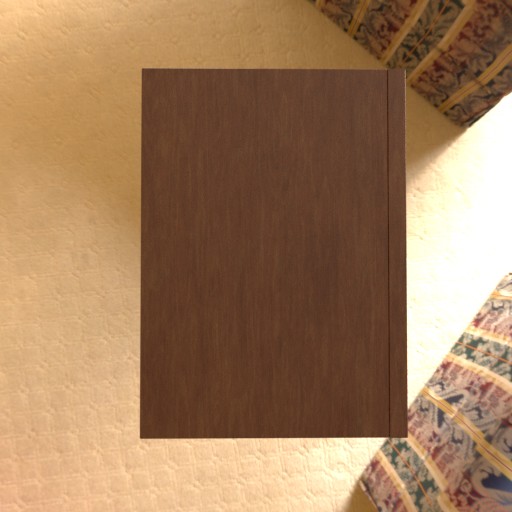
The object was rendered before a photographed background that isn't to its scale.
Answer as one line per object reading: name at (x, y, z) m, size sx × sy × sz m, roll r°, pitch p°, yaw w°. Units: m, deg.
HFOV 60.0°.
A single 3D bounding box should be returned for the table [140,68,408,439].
table at (0.000, 0.000, 0.972) m, size 0.449 × 0.609 × 0.557 m, roll 0°, pitch 89°, yaw -1°
